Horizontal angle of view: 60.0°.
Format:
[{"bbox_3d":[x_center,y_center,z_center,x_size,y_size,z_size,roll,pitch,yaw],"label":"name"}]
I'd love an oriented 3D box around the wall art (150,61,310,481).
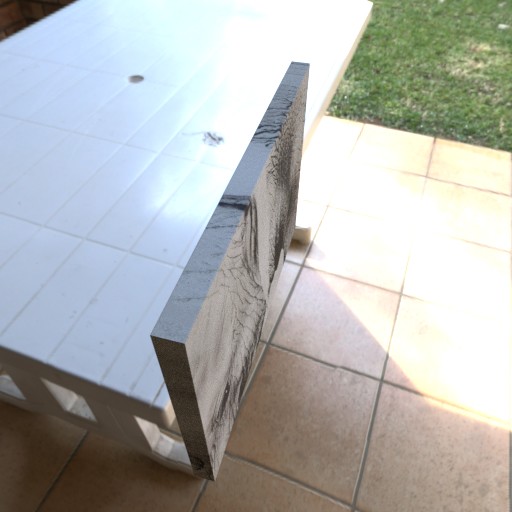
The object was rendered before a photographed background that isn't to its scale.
[{"bbox_3d":[0.000,0.000,0.758,0.035,0.407,0.613,11,48,11],"label":"wall art"}]
